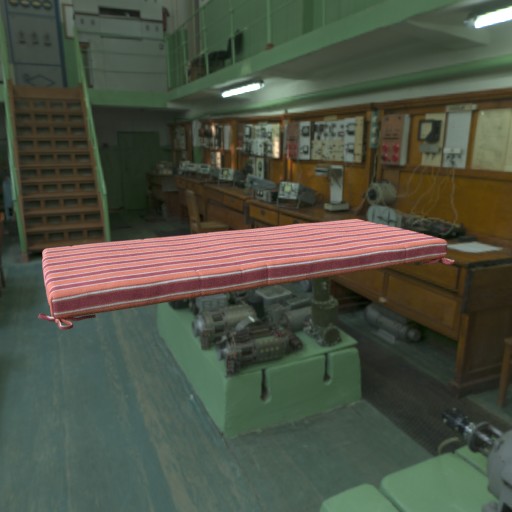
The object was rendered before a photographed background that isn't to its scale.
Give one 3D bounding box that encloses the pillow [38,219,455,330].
[{"bbox_3d":[0.000,0.000,1.325,1.187,0.081,0.492,-7,16,-26],"label":"pillow"}]
